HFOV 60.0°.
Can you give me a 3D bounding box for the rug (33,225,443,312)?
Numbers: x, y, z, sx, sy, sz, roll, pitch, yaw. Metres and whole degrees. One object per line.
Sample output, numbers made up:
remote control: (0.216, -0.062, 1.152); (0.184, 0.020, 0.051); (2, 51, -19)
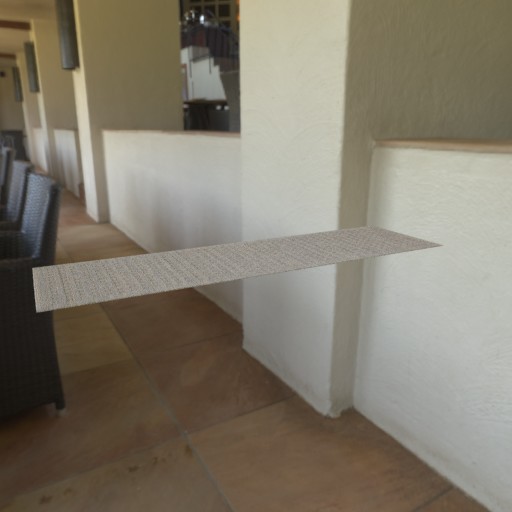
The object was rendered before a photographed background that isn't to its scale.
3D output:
rug: (0.000, 0.000, 2.701); (2.437, 0.005, 0.688); (-8, 18, -26)
